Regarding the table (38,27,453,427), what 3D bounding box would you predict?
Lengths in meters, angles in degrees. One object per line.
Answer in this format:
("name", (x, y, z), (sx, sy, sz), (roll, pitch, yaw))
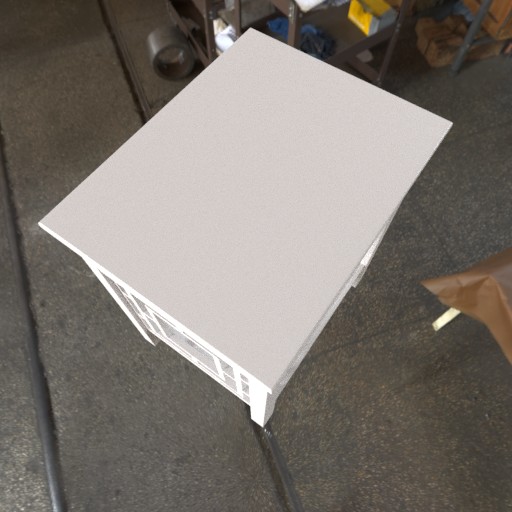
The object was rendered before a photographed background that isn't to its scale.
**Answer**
("table", (0.000, 0.000, 1.019), (0.451, 0.646, 0.564), (32, 68, 15))
